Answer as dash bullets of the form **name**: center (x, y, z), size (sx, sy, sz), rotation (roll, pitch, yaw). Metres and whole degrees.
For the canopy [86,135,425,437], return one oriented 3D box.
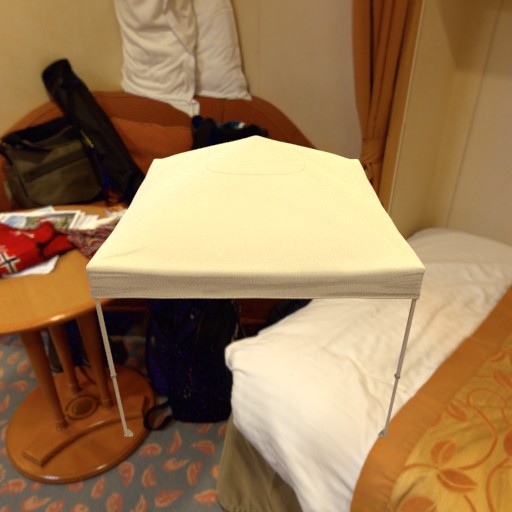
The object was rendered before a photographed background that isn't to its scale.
- **canopy**: center (0.000, 0.000, 5.522), size (2.998, 2.997, 2.996), rotation (0, 30, 0)
